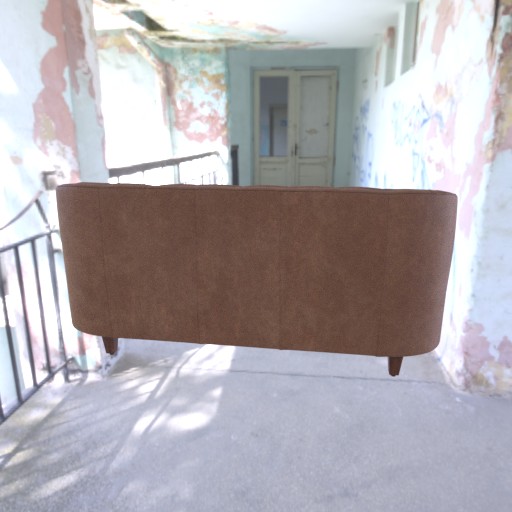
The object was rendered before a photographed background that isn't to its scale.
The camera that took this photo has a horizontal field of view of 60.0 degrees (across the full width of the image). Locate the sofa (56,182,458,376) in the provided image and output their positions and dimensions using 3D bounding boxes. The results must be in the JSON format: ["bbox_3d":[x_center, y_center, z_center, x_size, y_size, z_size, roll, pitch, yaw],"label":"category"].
[{"bbox_3d":[0.000,0.000,2.186,1.755,0.786,0.914,2,16,8],"label":"sofa"}]
